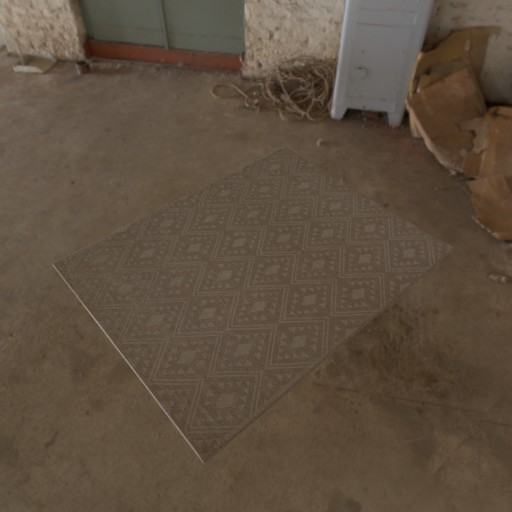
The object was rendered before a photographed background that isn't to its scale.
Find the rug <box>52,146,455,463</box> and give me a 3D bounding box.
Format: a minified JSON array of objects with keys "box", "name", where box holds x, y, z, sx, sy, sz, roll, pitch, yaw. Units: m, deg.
[{"box":[0.000,0.000,4.223,3.011,0.054,2.399,-32,54,-27],"name":"rug"}]
